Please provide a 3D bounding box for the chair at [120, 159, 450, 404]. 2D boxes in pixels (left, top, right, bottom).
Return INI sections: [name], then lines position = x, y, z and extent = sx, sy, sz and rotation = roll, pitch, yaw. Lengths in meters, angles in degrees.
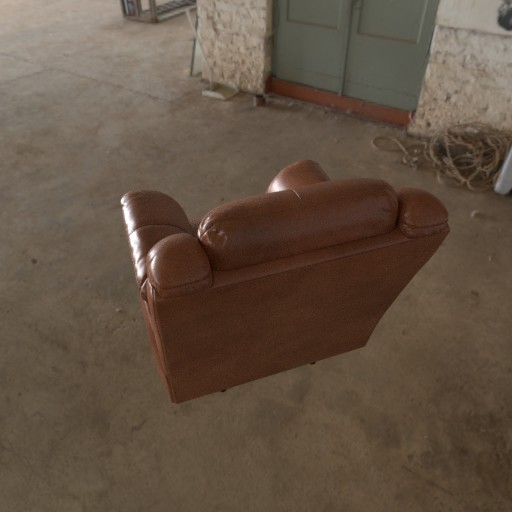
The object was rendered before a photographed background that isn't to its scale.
[chair]
position = 0.000, 0.000, 1.850
extent = 0.990, 1.093, 1.041
rotation = -13, 43, -15
